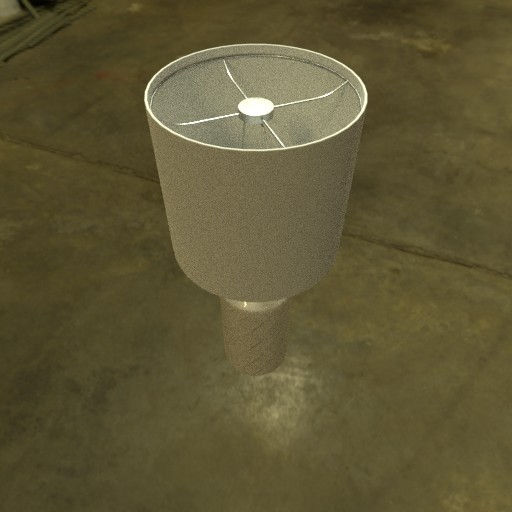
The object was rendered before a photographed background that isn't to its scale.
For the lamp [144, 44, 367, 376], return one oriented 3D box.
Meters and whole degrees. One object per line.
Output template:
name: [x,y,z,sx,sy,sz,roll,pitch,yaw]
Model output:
lamp: [0.000,0.000,0.584,0.207,0.461,0.207,-16,49,-14]
